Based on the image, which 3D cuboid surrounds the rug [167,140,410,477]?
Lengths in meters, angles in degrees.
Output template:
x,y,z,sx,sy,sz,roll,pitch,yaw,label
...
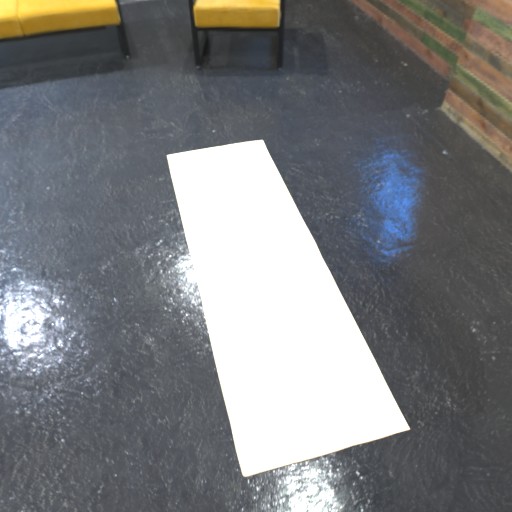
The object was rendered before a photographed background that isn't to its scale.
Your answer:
x,y,z,sx,sy,sz,roll,pitch,yaw,label
0.000,0.000,2.747,0.793,0.014,2.450,-12,49,-10,rug
